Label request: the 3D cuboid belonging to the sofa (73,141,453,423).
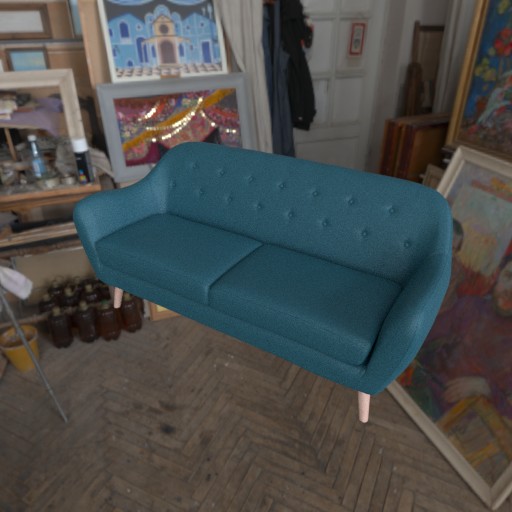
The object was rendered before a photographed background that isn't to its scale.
[{"bbox_3d":[0.000,0.000,2.288,1.840,0.836,0.820,18,34,28],"label":"sofa"}]
